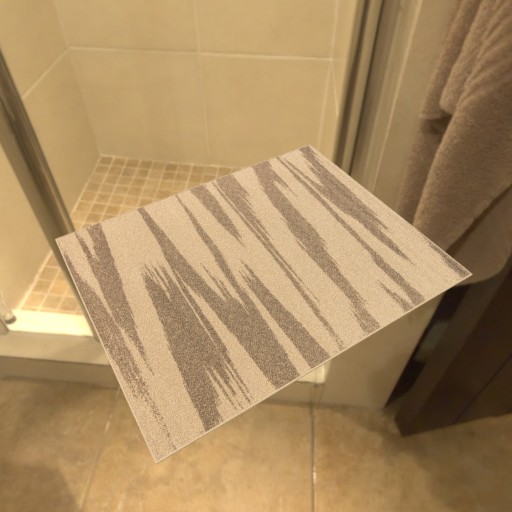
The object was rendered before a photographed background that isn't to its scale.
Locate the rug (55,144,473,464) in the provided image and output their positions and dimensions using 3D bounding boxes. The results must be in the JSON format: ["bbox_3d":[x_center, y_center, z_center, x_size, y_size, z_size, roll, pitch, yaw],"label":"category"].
[{"bbox_3d":[0.000,0.000,3.966,2.945,0.014,2.353,-25,52,-21],"label":"rug"}]
